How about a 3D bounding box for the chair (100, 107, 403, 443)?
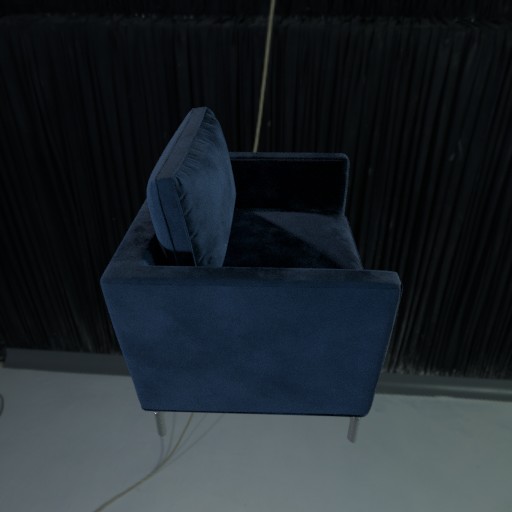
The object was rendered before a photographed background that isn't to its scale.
[{"bbox_3d":[0.000,0.000,1.593,0.746,0.893,0.977,1,32,1],"label":"chair"}]
